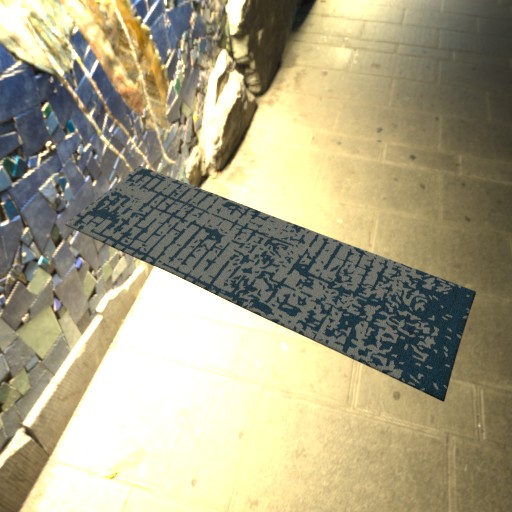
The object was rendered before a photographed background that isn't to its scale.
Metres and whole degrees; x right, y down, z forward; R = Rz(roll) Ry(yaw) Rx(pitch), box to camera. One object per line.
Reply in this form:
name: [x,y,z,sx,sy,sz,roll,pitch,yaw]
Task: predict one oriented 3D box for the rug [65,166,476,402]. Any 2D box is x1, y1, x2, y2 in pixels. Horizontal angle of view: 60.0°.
rug: [0.000,0.000,2.690,2.435,0.011,0.750,23,51,20]
